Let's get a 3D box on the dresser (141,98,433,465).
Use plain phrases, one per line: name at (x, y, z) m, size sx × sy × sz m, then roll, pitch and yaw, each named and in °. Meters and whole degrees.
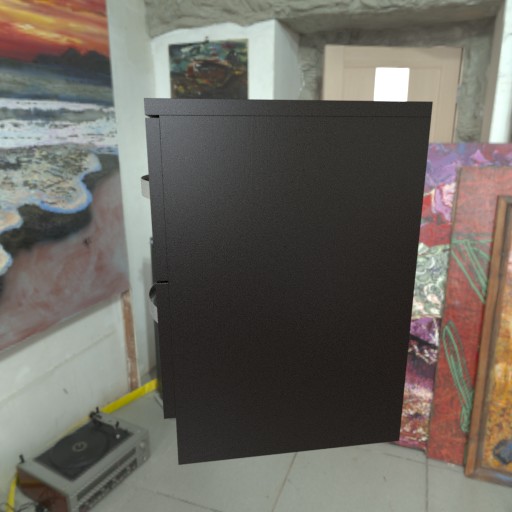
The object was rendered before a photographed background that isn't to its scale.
dresser at (0.000, 0.000, 0.748) m, size 0.360 × 0.470 × 0.400 m, roll -2°, pitch 15°, yaw -9°
